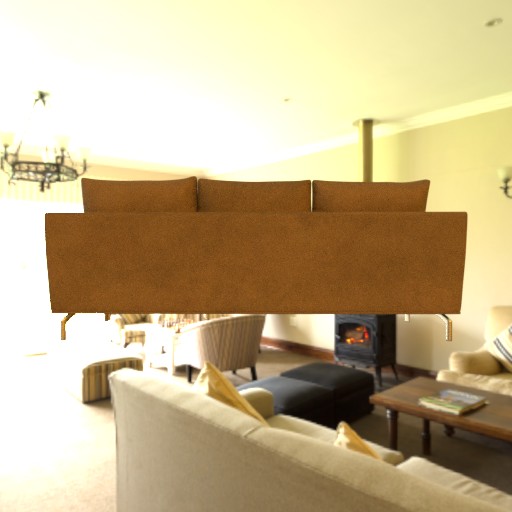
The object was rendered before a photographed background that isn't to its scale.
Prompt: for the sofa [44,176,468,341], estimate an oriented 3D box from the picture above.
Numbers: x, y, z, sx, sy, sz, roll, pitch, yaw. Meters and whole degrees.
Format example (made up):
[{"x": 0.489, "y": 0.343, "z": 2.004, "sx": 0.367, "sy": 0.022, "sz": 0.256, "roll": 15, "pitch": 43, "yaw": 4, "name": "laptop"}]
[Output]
[{"x": 0.000, "y": 0.000, "z": 3.337, "sx": 2.438, "sy": 0.987, "sz": 1.622, "roll": 0, "pitch": 0, "yaw": 1, "name": "sofa"}]
